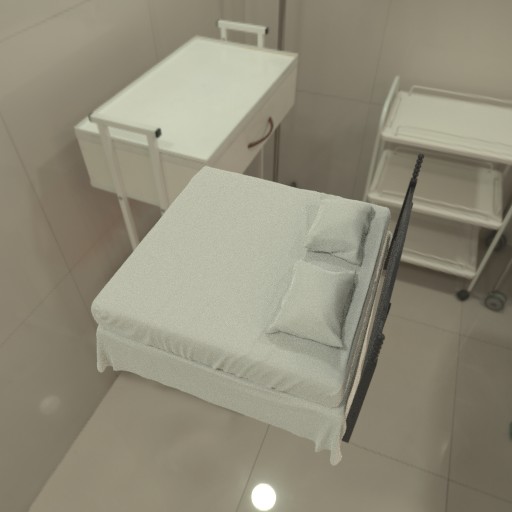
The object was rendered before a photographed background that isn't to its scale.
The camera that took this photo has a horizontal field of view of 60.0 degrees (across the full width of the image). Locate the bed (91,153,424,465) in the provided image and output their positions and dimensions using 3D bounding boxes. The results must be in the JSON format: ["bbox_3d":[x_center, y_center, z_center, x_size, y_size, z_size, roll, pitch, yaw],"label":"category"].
[{"bbox_3d":[0.000,0.000,3.708,2.219,1.355,2.322,15,48,15],"label":"bed"}]
